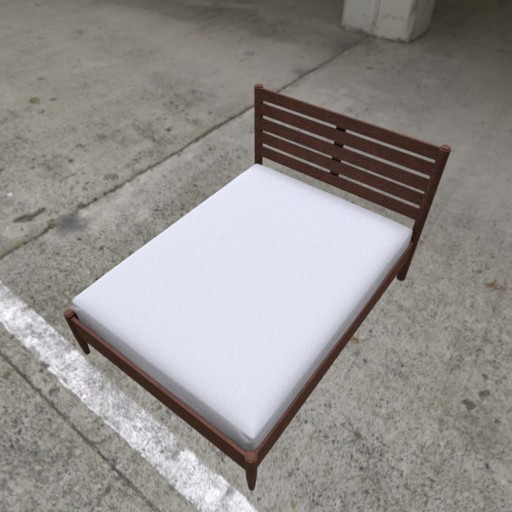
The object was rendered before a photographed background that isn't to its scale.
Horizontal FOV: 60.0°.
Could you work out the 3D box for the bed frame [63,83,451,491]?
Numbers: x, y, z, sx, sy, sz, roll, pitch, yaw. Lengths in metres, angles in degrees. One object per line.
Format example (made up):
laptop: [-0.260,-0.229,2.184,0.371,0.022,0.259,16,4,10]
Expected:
bed frame: [0.000,0.000,3.189,1.655,1.321,2.234,28,52,25]
